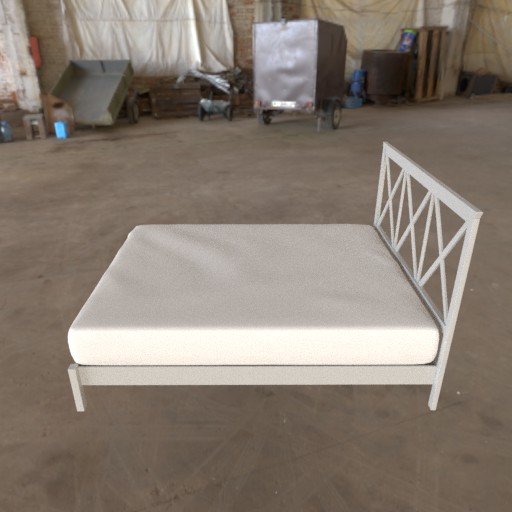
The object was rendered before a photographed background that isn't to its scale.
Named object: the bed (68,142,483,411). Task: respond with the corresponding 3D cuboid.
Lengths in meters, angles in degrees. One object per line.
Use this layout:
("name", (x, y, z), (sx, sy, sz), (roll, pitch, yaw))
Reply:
("bed", (0.000, 0.000, 3.107), (2.135, 1.253, 1.673), (0, 26, 0))
